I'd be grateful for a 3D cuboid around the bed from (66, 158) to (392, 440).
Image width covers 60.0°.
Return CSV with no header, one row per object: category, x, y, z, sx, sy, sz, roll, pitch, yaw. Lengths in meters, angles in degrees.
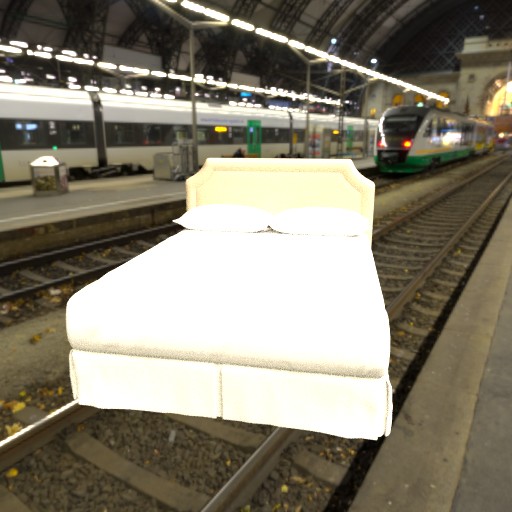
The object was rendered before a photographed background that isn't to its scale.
bed,0.000,0.000,3.795,2.134,1.524,2.548,3,15,10
